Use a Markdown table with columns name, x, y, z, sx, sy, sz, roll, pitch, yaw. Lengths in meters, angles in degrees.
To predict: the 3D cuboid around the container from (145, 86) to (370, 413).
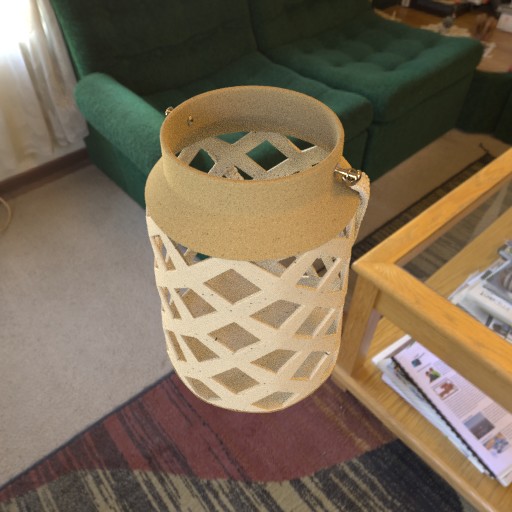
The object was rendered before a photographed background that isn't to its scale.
| name | x | y | z | sx | sy | sz | roll | pitch | yaw |
| --- | --- | --- | --- | --- | --- | --- | --- | --- | --- |
| container | 0.000 | 0.000 | 0.347 | 0.163 | 0.229 | 0.172 | 24 | 51 | 21 |
